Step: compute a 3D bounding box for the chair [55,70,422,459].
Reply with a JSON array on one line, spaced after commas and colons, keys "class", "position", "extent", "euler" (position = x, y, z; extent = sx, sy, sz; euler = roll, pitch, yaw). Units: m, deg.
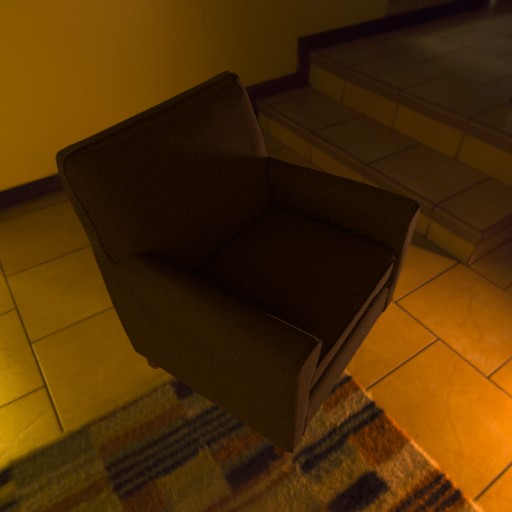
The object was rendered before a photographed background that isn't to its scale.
[{"class": "chair", "position": [0.000, 0.000, 1.563], "extent": [0.831, 0.911, 0.836], "euler": [26, 48, 25]}]
